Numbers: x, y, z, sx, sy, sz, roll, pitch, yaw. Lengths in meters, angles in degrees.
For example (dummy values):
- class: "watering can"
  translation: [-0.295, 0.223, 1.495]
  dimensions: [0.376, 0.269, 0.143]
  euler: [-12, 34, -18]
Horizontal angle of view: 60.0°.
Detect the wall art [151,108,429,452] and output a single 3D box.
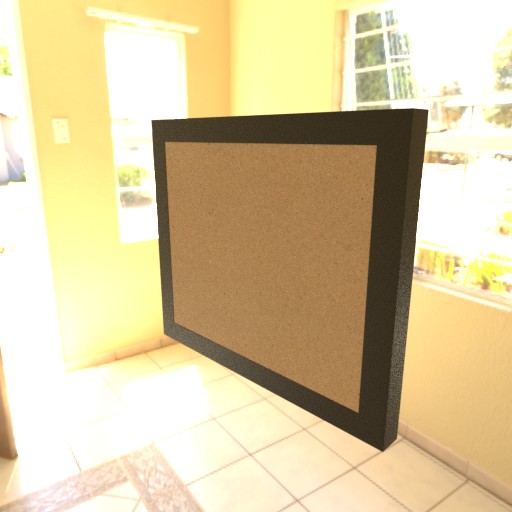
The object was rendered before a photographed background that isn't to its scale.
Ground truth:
- class: "wall art"
  translation: [0.000, 0.000, 0.533]
  dimensions: [0.381, 0.321, 0.028]
  euler: [15, 21, 43]
